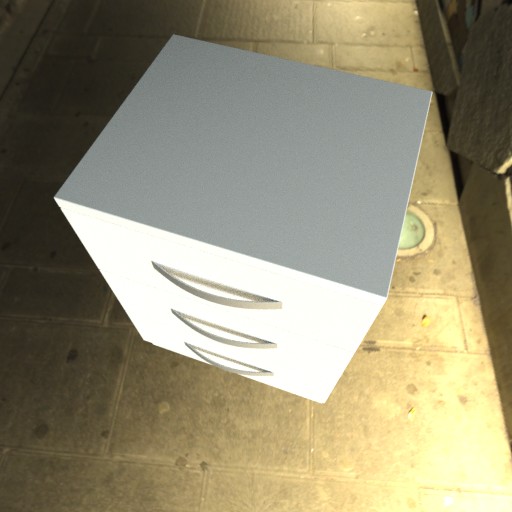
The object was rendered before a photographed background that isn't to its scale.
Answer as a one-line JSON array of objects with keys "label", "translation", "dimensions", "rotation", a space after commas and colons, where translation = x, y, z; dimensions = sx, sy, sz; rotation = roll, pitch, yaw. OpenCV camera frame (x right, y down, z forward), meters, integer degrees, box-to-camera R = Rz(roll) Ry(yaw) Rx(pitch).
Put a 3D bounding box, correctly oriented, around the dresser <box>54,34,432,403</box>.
[{"label": "dresser", "translation": [0.000, 0.000, 0.811], "dimensions": [0.400, 0.560, 0.360], "rotation": [17, 61, 10]}]
